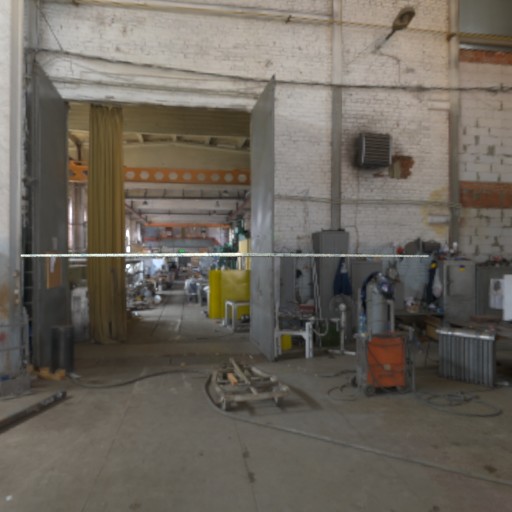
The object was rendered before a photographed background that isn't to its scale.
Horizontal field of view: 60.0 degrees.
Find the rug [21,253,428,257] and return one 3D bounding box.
[{"bbox_3d":[0.000,0.000,2.322,1.260,0.009,1.820,0,0,36],"label":"rug"}]
